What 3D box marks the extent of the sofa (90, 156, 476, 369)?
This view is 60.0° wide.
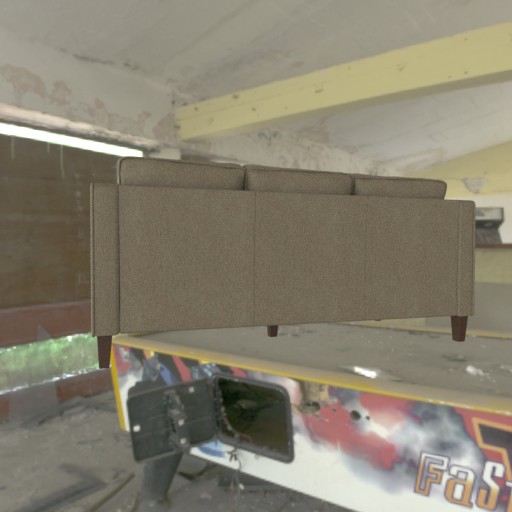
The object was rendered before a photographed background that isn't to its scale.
[{"bbox_3d":[0.000,0.000,3.319,2.317,1.081,1.858,0,0,-18],"label":"sofa"}]
